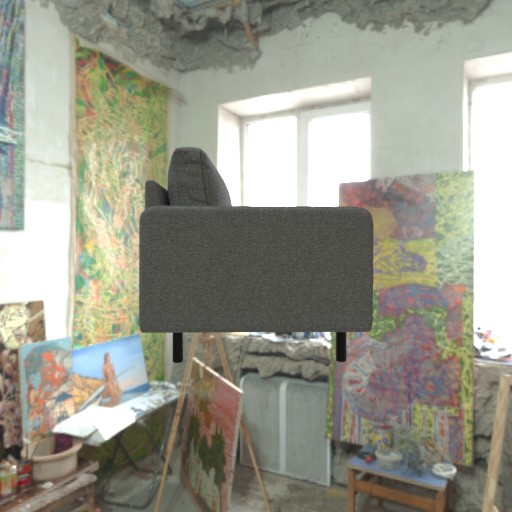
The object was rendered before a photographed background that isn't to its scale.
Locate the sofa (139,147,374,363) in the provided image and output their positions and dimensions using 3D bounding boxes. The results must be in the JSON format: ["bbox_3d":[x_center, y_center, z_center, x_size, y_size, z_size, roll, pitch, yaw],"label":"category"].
[{"bbox_3d":[0.000,0.000,2.669,0.880,0.880,2.200,0,1,-1],"label":"sofa"}]
